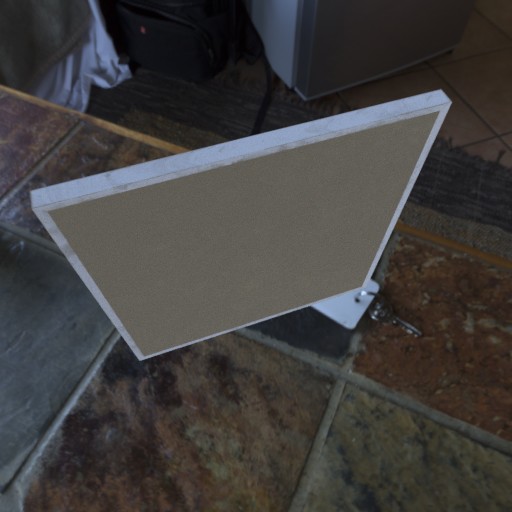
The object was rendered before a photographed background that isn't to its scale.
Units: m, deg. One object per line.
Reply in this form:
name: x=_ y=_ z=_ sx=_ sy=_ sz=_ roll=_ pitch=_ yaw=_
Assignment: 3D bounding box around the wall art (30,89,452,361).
wall art: x=0.000 y=0.000 z=1.094 sx=0.760 sy=0.757 sz=0.038 roll=-16 pitch=60 yaw=-10
